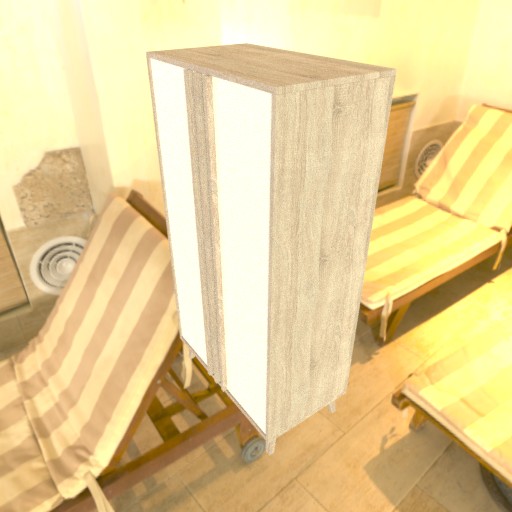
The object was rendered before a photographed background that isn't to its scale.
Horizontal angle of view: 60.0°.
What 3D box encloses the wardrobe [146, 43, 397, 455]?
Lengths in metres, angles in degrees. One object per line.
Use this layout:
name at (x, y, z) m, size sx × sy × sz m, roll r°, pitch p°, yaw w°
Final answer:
wardrobe at (0.000, 0.000, 2.395) m, size 0.600 × 1.960 × 1.000 m, roll -21°, pitch 38°, yaw -30°
